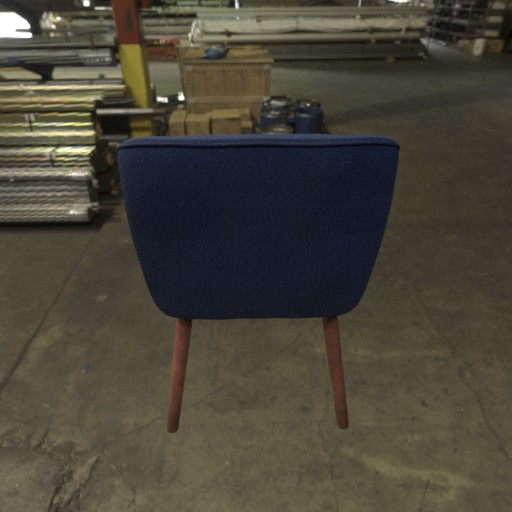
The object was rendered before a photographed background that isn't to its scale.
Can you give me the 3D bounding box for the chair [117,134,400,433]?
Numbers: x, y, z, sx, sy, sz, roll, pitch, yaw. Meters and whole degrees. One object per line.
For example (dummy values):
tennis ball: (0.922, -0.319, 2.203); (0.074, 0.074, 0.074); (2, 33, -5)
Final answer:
chair: (0.000, 0.000, 1.220); (0.600, 0.820, 0.600); (-1, 31, -1)
